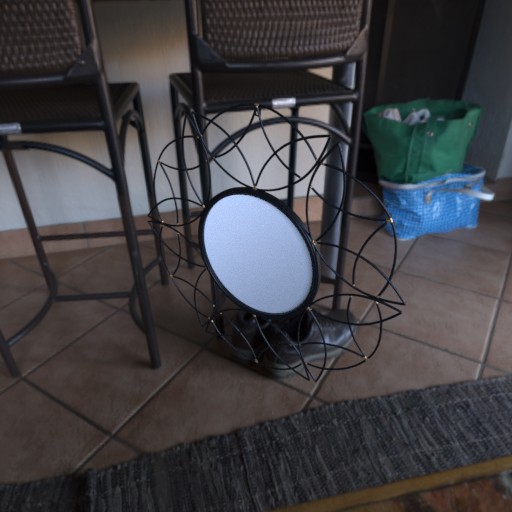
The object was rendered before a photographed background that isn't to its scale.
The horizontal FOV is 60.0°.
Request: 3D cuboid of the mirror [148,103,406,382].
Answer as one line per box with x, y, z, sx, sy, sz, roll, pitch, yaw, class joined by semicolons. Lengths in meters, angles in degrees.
0.000;0.000;1.170;0.797;0.775;0.028;19;36;29;mirror
